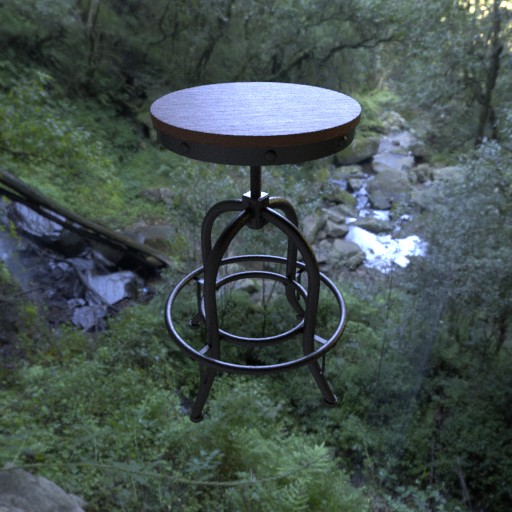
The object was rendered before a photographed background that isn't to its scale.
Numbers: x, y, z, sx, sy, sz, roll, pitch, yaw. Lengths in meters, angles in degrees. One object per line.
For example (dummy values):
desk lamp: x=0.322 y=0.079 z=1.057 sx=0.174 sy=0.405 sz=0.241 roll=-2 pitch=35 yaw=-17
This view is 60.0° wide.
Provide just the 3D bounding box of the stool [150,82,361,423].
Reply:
stool: x=0.000 y=0.000 z=0.910 sx=0.439 sy=0.609 sz=0.439 roll=23 pitch=39 yaw=31
